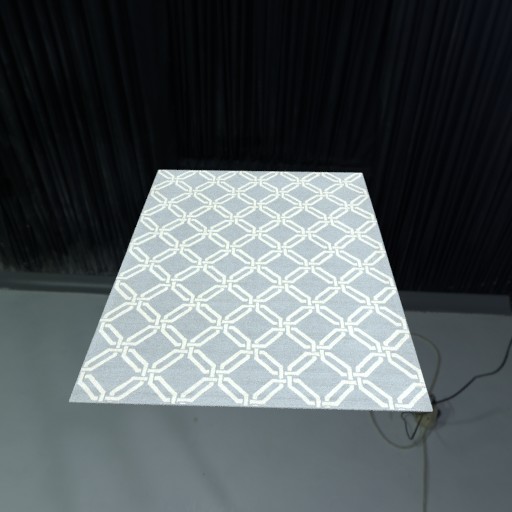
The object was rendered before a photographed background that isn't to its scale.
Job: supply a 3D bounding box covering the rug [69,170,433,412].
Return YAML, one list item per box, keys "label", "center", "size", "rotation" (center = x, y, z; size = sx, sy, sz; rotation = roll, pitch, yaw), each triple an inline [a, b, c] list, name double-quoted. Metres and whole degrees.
- label: "rug"
  center: [0.000, 0.000, 3.871]
  size: [2.288, 0.018, 2.895]
  rotation: [1, 41, 1]
